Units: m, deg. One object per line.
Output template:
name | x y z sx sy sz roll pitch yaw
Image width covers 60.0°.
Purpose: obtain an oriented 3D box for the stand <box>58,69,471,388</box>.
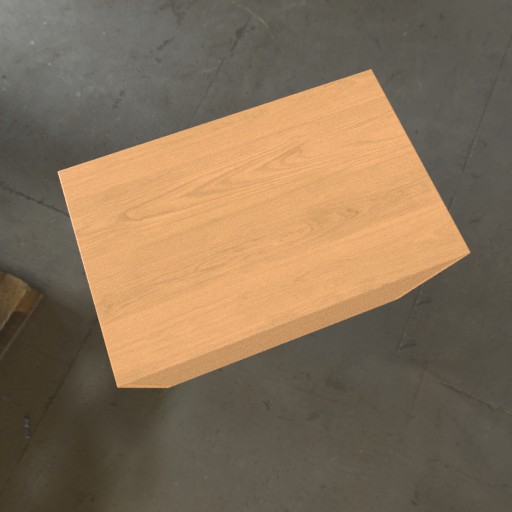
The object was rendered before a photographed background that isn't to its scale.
stand | 0.000 0.000 1.017 0.630 0.600 0.400 -20 74 -6
